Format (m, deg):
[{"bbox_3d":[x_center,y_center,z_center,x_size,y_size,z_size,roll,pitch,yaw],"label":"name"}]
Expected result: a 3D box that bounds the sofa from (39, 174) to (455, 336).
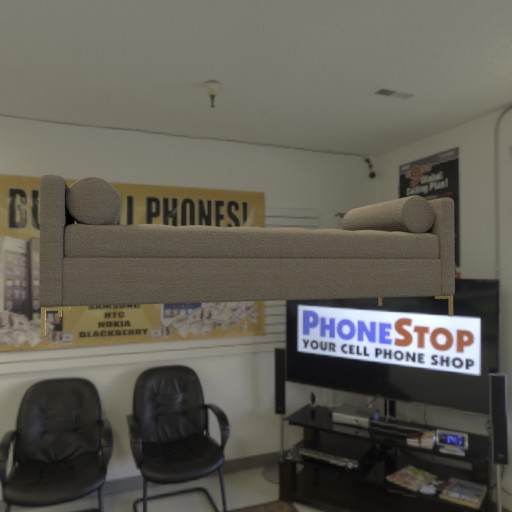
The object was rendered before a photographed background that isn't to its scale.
[{"bbox_3d":[0.000,0.000,2.330,1.981,0.635,0.686,0,-1,-19],"label":"sofa"}]
